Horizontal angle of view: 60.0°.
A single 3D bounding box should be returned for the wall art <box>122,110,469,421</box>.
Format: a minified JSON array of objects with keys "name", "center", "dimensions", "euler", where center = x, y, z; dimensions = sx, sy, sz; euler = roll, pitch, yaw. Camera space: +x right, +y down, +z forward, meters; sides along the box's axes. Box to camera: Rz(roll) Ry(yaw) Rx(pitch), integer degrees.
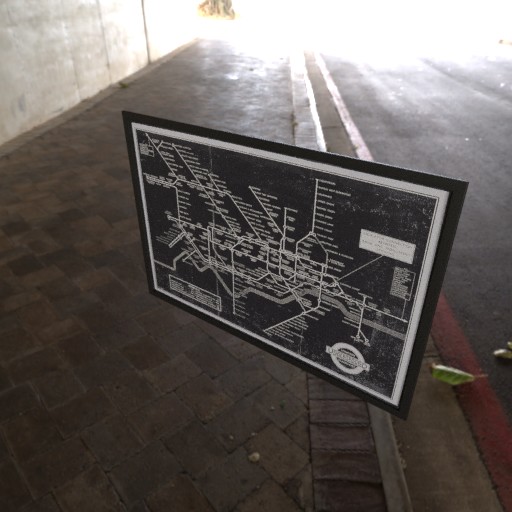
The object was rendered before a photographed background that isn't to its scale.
[{"name":"wall art","center":[0.000,0.000,1.514],"dimensions":[1.192,0.811,0.013],"euler":[20,36,30]}]
